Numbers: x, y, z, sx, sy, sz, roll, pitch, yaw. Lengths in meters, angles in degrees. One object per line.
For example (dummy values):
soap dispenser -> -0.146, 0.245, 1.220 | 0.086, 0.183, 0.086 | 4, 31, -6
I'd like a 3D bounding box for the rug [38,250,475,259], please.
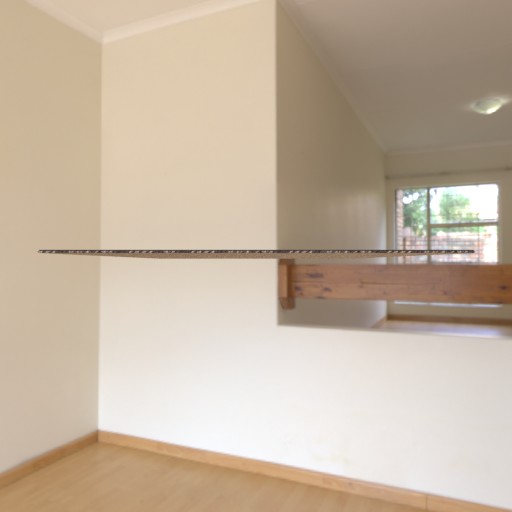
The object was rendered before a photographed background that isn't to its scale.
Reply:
rug -> 0.000, 0.000, 3.757 | 2.306, 0.017, 2.902 | 0, -1, 0
